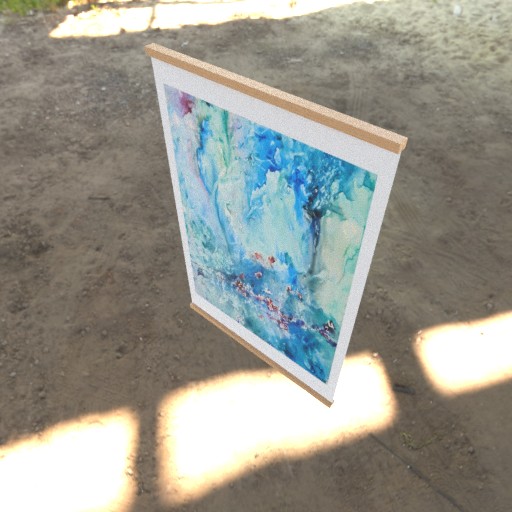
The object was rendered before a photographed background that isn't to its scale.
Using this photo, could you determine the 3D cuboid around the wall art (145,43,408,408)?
[{"bbox_3d":[0.000,0.000,1.284,0.669,1.020,0.027,31,54,26],"label":"wall art"}]
